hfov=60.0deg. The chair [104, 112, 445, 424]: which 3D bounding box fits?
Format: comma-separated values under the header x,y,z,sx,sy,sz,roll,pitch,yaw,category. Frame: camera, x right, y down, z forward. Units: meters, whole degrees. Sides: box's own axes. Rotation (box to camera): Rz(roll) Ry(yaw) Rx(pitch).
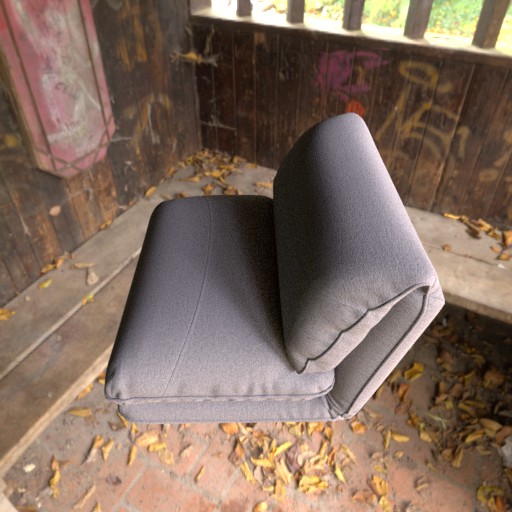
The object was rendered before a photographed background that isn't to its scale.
x,y,z,sx,sy,sz,roll,pitch,yaw,category
0.000,0.000,1.315,0.780,0.580,0.820,0,41,-1,chair
